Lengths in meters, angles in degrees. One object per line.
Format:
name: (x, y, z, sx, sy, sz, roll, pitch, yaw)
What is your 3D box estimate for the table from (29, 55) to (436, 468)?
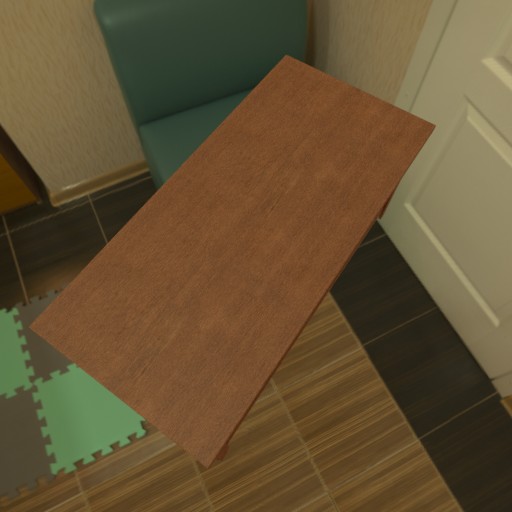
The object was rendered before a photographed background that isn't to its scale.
table: (0.000, 0.000, 1.278, 0.483, 0.457, 1.016, 32, 68, 14)
